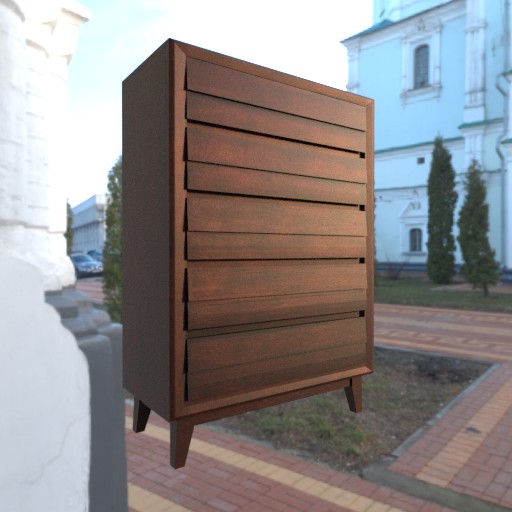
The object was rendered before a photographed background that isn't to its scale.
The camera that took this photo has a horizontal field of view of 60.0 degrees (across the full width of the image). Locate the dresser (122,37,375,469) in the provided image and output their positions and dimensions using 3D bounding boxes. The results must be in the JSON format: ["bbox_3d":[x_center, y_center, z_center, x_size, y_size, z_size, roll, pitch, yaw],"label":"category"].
[{"bbox_3d":[0.000,0.000,2.036,1.072,1.514,0.506,0,1,-35],"label":"dresser"}]
